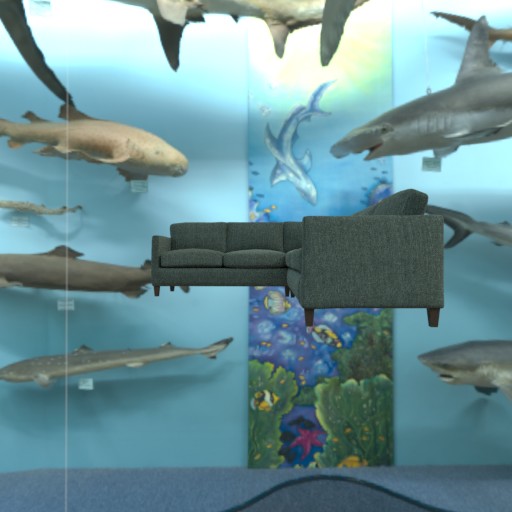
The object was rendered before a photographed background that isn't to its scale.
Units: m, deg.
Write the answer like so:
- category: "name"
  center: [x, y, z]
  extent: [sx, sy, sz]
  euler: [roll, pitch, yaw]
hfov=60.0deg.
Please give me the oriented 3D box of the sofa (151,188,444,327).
- category: "sofa"
  center: [0.000, 0.000, 4.489]
  extent: [2.593, 0.947, 3.302]
  euler: [0, 0, 2]
